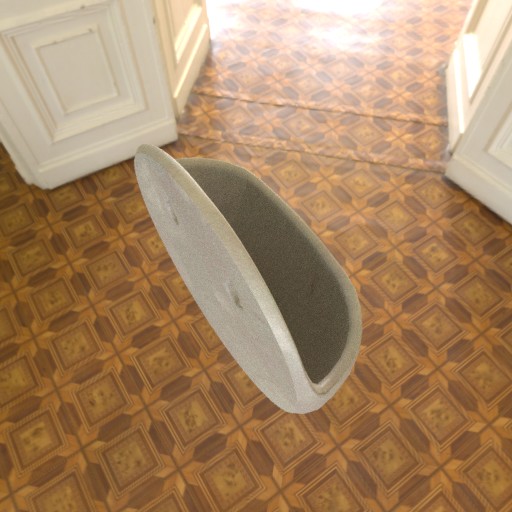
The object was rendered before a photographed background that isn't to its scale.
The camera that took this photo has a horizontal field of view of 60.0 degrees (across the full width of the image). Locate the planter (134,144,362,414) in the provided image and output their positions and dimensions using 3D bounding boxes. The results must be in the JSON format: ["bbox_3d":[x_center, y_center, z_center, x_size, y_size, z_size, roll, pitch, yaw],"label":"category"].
[{"bbox_3d":[0.000,0.000,0.278,0.073,0.164,0.190,-30,63,-17],"label":"planter"}]
